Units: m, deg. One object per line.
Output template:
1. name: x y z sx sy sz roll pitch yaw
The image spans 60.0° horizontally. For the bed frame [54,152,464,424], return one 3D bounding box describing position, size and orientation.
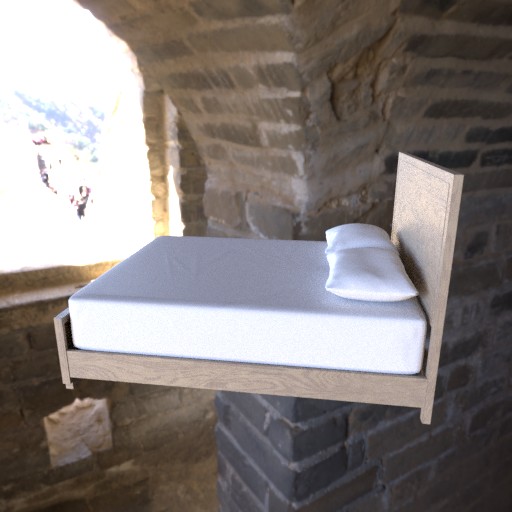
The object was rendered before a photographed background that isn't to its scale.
1. bed frame: 0.000 0.000 3.169 2.189 1.369 1.606 2 17 8
